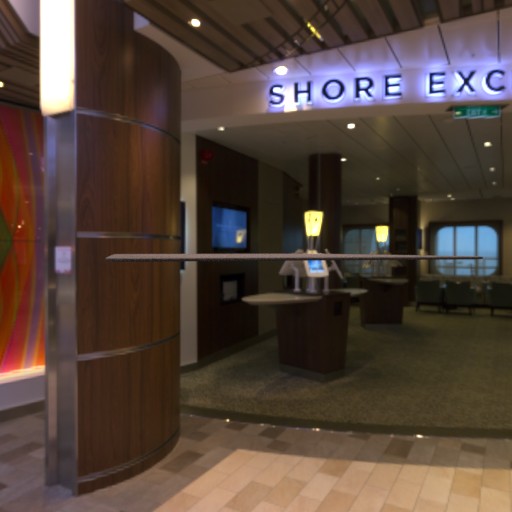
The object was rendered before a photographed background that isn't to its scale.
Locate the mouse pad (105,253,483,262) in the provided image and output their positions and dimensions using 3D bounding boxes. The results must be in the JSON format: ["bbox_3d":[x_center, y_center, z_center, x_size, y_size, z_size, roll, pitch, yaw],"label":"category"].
[{"bbox_3d":[0.000,0.000,0.431,0.269,0.002,0.315,0,1,-17],"label":"mouse pad"}]
